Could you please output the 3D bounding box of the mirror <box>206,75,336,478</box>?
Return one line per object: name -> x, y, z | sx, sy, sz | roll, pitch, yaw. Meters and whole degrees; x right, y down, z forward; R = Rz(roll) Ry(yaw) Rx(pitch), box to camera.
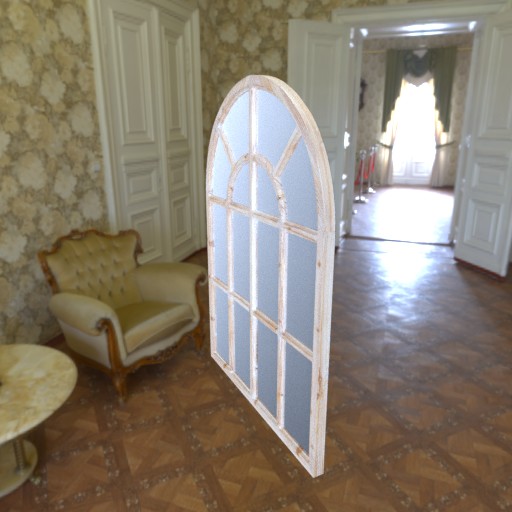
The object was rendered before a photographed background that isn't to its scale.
mirror -> 0.000, 0.000, 1.212 | 0.032, 0.920, 0.660 | -8, 18, -26
